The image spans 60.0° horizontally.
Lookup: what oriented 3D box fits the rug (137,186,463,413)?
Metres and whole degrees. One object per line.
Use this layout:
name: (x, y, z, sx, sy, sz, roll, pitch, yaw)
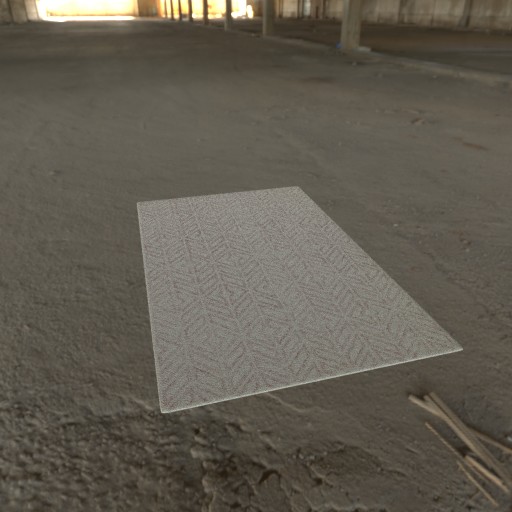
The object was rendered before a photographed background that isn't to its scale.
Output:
rug: (0.000, 0.000, 3.100, 1.523, 0.008, 2.438, -8, 30, -14)
